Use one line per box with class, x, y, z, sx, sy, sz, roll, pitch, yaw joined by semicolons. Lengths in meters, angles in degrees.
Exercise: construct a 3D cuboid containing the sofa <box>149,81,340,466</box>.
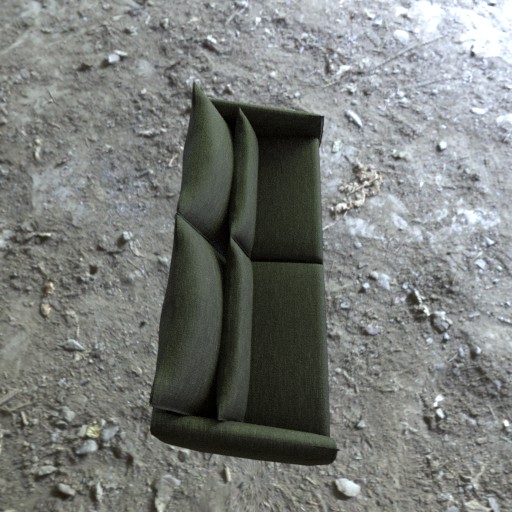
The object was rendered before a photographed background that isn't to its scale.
sofa;0.000;0.000;2.392;0.807;0.843;2.019;2;63;1
